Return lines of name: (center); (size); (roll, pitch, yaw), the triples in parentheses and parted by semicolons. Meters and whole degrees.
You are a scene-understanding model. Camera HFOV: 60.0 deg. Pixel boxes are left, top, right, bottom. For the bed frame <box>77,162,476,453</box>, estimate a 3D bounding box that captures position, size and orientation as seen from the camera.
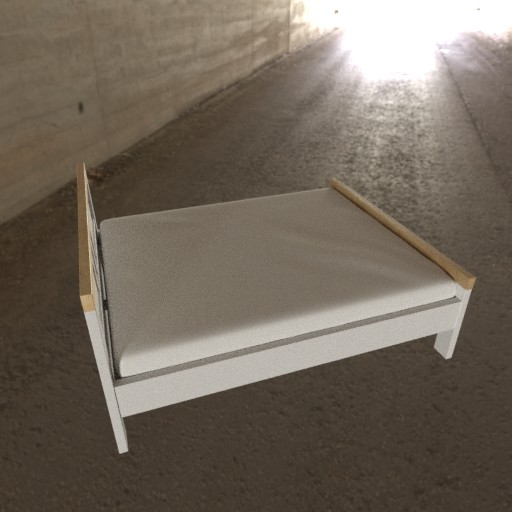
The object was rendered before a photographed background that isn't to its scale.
bed frame: (0.000, 0.000, 2.951); (2.050, 0.980, 1.670); (-10, 32, -17)
